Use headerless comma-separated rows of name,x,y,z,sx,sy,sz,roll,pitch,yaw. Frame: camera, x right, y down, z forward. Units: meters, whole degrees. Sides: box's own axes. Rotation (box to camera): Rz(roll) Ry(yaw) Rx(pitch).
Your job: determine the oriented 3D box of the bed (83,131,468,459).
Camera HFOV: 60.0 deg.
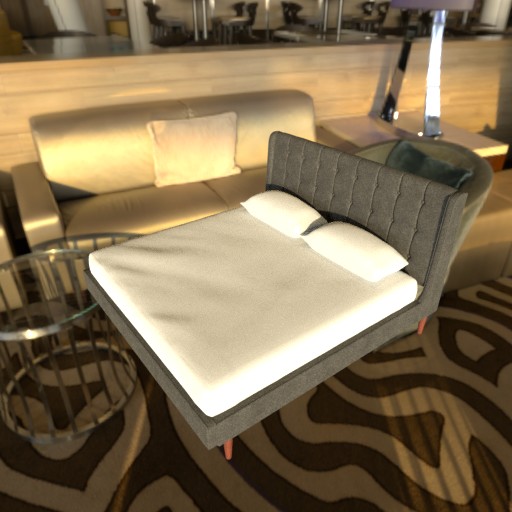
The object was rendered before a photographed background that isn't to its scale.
bed,0.000,0.000,2.647,1.638,0.933,1.531,-21,36,-31
